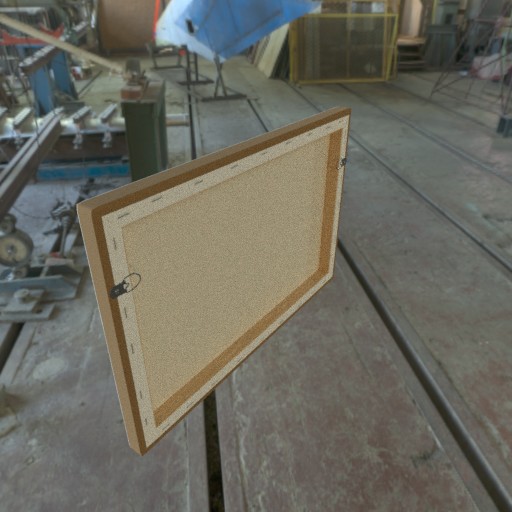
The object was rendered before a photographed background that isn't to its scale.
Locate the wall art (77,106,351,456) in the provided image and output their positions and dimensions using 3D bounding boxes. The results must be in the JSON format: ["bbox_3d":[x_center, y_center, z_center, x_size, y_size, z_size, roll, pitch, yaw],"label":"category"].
[{"bbox_3d":[0.000,0.000,0.486,0.019,0.254,0.380,21,36,31],"label":"wall art"}]
